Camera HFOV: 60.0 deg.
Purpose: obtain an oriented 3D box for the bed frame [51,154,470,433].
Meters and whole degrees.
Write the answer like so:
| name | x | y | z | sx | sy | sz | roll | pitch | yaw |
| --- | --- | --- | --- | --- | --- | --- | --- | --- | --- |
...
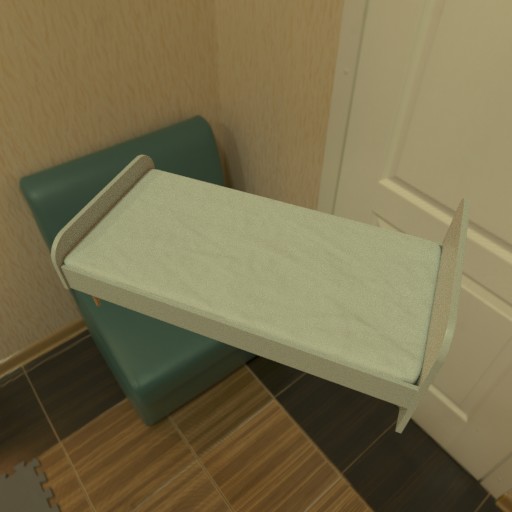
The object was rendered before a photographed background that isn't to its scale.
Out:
| name | x | y | z | sx | sy | sz | roll | pitch | yaw |
| --- | --- | --- | --- | --- | --- | --- | --- | --- | --- |
| bed frame | 0.000 | 0.000 | 2.479 | 1.963 | 0.805 | 0.998 | 17 | 49 | 15 |
